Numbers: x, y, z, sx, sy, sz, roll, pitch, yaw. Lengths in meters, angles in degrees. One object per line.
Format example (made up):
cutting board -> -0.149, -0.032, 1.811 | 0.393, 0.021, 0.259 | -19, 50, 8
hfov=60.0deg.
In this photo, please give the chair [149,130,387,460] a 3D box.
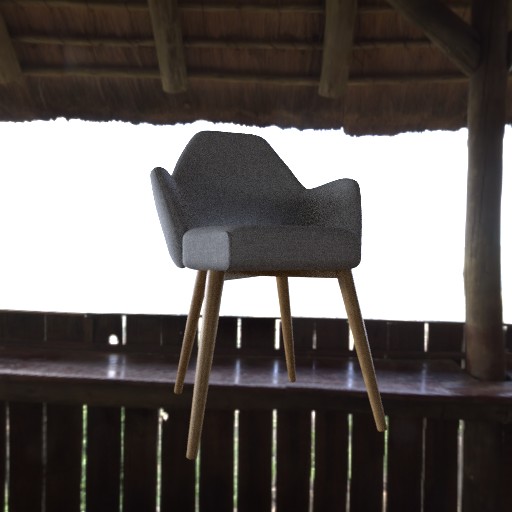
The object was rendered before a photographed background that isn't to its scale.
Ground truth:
chair -> 0.000, 0.000, 1.245 | 0.590, 0.840, 0.610 | 0, 0, -18
